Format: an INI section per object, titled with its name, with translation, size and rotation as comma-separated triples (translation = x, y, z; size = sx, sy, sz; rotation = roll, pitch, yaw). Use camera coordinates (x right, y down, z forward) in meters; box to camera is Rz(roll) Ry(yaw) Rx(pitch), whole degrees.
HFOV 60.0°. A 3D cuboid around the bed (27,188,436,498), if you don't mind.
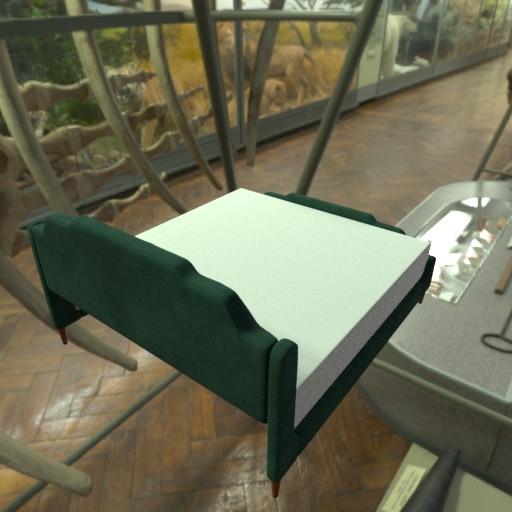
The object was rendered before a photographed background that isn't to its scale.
[bed]
translation = 0.000, 0.000, 3.384
size = 2.074, 1.245, 2.340
rotation = 21, 36, 32
